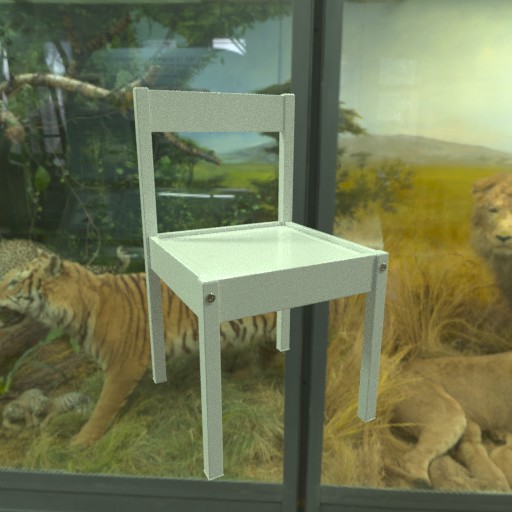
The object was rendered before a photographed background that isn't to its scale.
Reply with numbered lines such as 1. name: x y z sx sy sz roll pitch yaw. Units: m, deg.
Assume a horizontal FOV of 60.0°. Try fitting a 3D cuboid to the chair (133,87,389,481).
1. chair: 0.000 0.000 0.695 0.285 0.505 0.285 -8 18 -26
